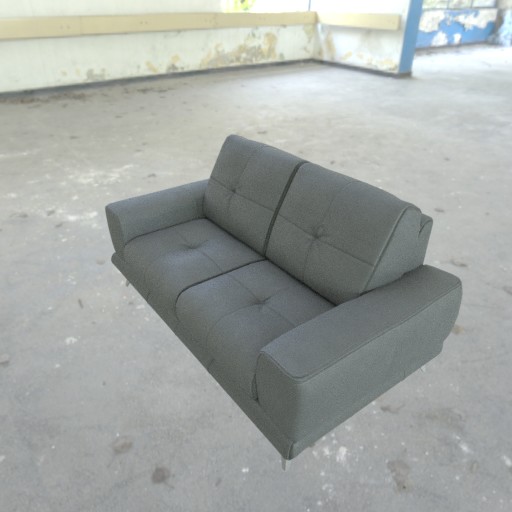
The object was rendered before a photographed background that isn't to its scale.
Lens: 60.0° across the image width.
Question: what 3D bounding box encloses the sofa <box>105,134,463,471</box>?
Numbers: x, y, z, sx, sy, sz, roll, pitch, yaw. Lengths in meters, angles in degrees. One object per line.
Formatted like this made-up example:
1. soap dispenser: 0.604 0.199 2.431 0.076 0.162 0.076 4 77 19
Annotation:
1. sofa: 0.000 0.000 2.343 1.018 0.907 1.806 -21 37 -31
